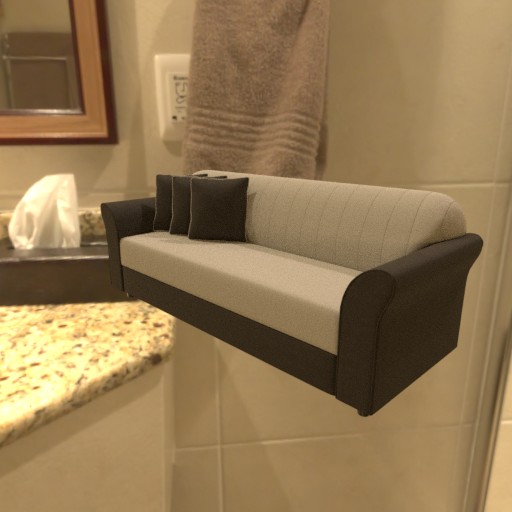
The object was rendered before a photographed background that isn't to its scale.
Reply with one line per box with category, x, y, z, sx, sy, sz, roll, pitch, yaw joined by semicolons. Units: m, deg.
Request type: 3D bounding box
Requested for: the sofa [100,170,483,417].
sofa;0.000;0.000;2.369;0.755;0.787;2.001;-15;22;-42
